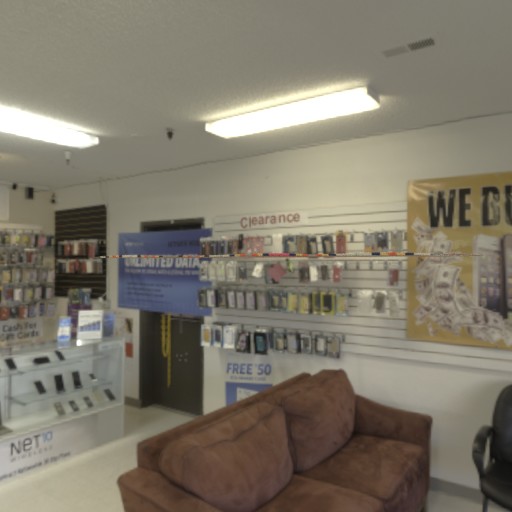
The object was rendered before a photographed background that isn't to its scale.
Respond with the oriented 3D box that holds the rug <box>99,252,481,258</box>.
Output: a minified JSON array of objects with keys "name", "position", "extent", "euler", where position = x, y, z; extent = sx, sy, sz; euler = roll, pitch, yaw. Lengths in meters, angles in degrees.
[{"name":"rug","position":[0.000,0.000,2.761],"extent":[2.455,0.017,0.695],"euler":[0,-1,38]}]
